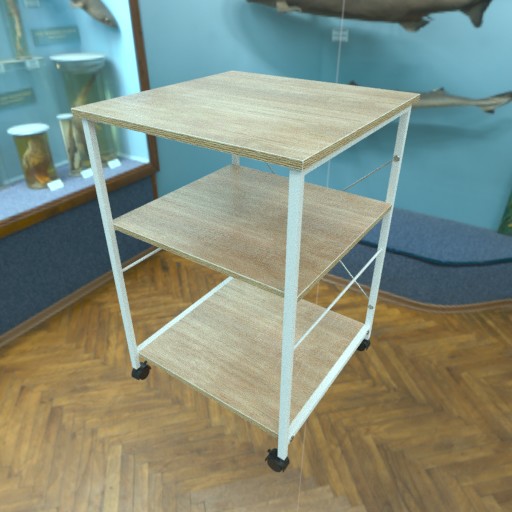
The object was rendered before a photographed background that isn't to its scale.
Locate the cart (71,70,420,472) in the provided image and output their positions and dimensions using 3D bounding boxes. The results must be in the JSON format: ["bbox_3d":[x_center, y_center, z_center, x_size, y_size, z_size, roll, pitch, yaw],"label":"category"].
[{"bbox_3d":[0.000,0.000,1.123,0.521,0.762,0.520,20,37,29],"label":"cart"}]
